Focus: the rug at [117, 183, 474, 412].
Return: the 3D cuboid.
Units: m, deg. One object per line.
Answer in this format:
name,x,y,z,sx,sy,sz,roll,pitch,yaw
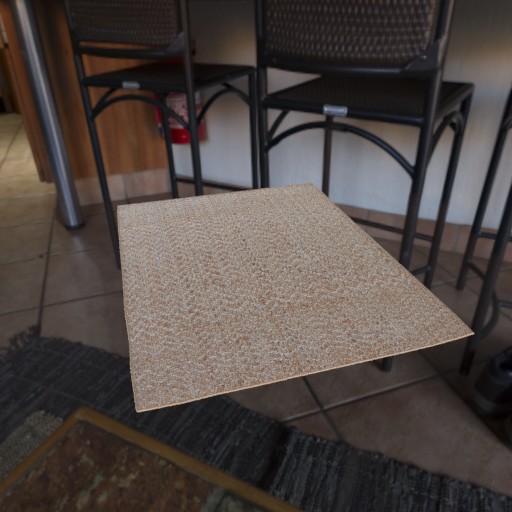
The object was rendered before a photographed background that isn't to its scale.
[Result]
rug,0.000,0.000,4.154,2.439,0.013,3.048,-9,32,-14
